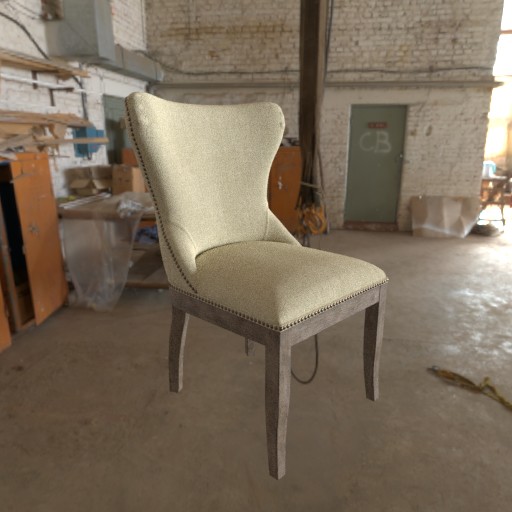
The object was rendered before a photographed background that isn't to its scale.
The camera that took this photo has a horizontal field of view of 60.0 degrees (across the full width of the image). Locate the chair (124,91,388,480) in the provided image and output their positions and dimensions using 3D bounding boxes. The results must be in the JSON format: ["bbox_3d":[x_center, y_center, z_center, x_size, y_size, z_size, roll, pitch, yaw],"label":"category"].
[{"bbox_3d":[0.000,0.000,1.452,0.681,1.002,0.654,14,20,42],"label":"chair"}]
